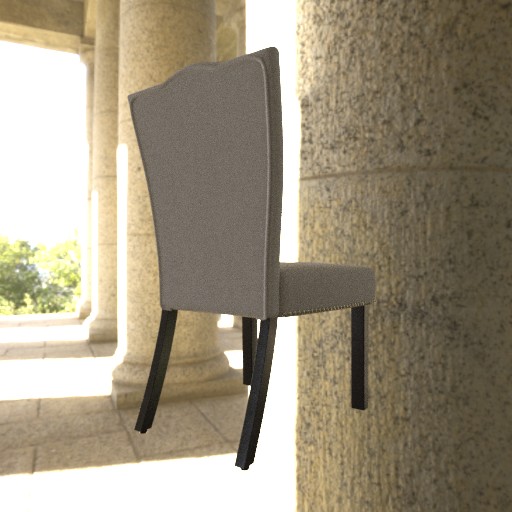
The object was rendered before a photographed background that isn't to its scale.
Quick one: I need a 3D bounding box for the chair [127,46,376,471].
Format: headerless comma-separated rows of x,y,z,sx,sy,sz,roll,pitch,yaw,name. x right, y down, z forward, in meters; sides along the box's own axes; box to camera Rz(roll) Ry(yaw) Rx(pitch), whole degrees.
0.000,0.000,1.306,0.518,0.946,0.589,0,0,37,chair
